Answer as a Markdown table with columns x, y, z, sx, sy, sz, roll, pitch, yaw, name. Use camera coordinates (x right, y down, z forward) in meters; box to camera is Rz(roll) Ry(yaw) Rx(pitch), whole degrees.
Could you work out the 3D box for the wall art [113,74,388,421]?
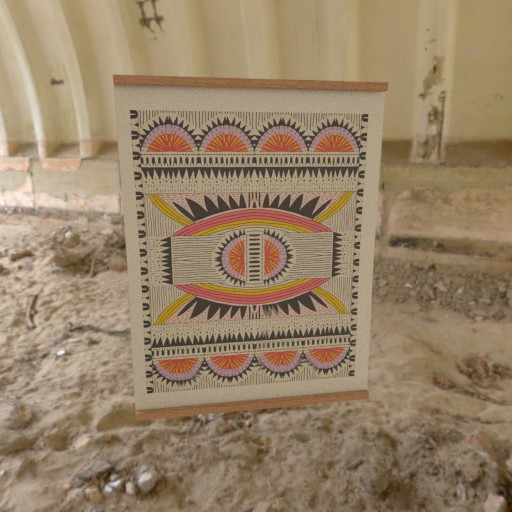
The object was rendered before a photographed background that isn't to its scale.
| x | y | z | sx | sy | sz | roll | pitch | yaw | name |
| --- | --- | --- | --- | --- | --- | --- | --- | --- | --- |
| 0.000 | 0.000 | 0.707 | 0.403 | 0.527 | 0.028 | -2 | 13 | -9 | wall art |
